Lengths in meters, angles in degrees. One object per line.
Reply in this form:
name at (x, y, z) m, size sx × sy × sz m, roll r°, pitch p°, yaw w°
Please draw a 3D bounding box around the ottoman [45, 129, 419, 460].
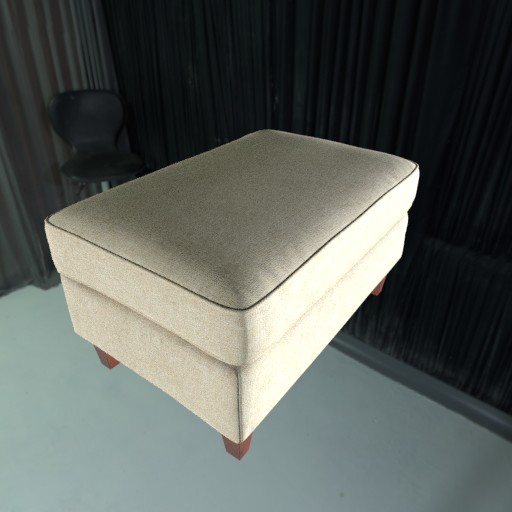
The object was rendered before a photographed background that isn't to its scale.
ottoman at (0.000, 0.000, 1.225) m, size 0.583 × 0.484 × 0.862 m, roll 21°, pitch 37°, yaw 30°
